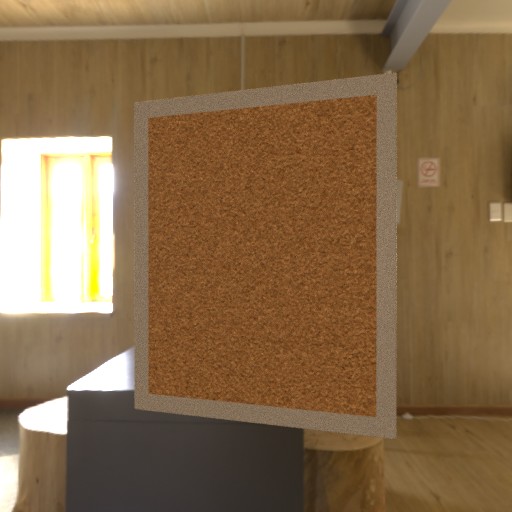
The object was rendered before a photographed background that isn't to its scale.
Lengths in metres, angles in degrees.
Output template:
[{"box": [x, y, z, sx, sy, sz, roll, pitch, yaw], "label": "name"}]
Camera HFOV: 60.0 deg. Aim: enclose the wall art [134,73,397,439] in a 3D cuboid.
[{"box": [0.000, 0.000, 0.751, 0.454, 0.556, 0.028, 0, 0, 17], "label": "wall art"}]
